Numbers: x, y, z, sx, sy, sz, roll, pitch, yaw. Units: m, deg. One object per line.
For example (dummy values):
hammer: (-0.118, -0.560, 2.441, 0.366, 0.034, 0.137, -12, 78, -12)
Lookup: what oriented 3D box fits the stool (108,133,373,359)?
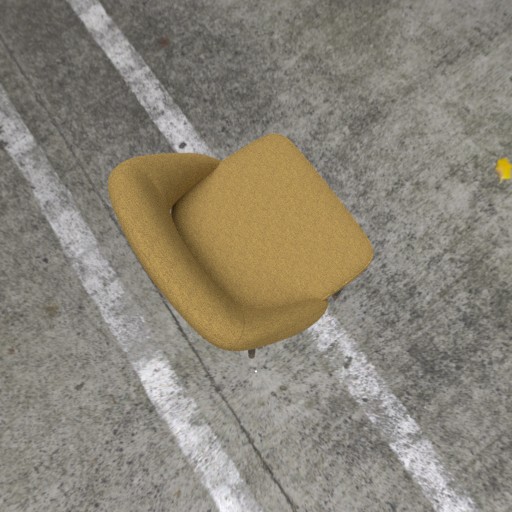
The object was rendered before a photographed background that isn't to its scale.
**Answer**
stool: (0.000, 0.000, 1.349, 0.522, 1.032, 0.536, -34, 78, -8)
